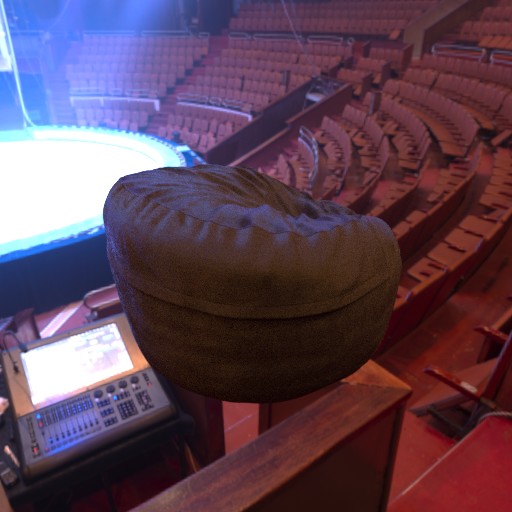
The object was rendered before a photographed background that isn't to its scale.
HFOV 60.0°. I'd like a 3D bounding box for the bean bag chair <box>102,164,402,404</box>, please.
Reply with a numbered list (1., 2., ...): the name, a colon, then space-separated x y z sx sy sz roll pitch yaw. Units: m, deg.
1. bean bag chair: 0.000 0.000 2.038 1.245 0.821 1.245 0 27 0
